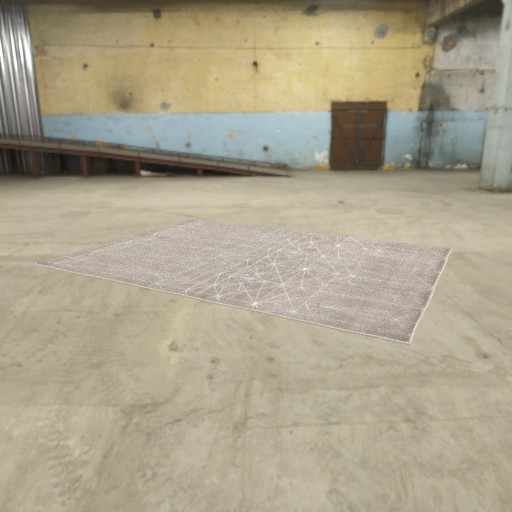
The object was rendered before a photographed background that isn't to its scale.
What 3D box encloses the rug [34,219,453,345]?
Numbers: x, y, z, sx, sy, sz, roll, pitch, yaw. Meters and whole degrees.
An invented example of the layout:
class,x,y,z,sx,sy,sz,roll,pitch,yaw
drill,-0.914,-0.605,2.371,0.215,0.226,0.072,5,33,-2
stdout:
class,x,y,z,sx,sy,sz,roll,pitch,yaw
rug,0.000,0.000,4.358,3.357,0.019,2.449,8,18,27
